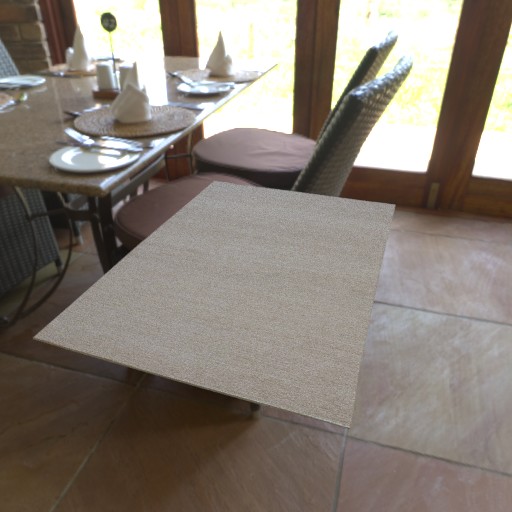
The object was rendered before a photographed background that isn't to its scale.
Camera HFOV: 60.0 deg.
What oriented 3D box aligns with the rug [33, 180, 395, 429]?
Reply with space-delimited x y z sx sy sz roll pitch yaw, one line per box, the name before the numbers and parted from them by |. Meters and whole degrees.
rug | 0.000 0.000 3.693 2.032 0.038 2.869 11 33 17
